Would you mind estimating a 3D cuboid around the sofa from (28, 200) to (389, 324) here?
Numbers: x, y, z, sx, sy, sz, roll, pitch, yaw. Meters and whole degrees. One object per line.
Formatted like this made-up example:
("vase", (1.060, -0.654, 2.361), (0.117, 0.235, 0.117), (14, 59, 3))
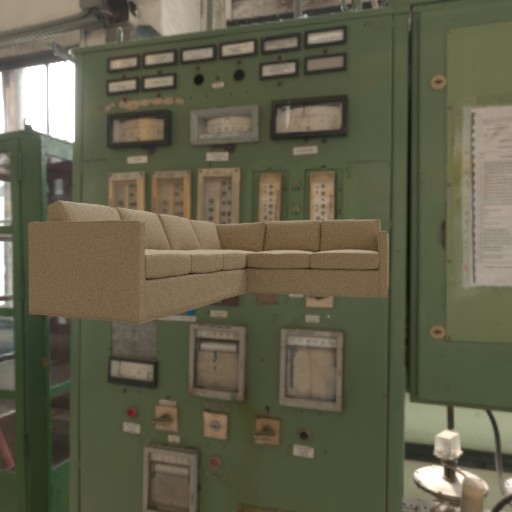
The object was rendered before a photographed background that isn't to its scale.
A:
("sofa", (0.000, 0.000, 4.307), (2.432, 0.871, 3.182), (0, 1, 18))
